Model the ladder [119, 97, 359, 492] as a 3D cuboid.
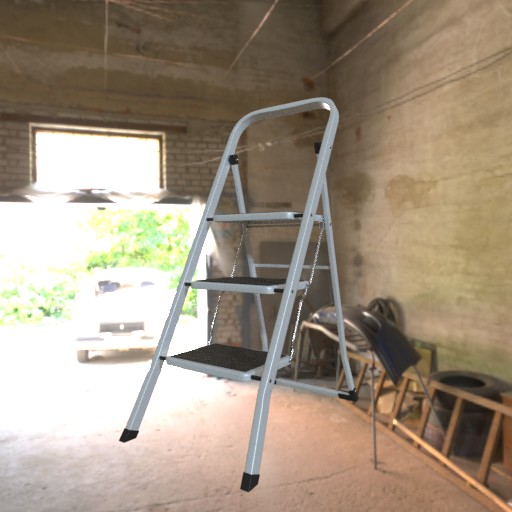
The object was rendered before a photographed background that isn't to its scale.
[{"bbox_3d":[0.000,0.000,1.412,0.460,1.050,0.711,1,2,35],"label":"ladder"}]
